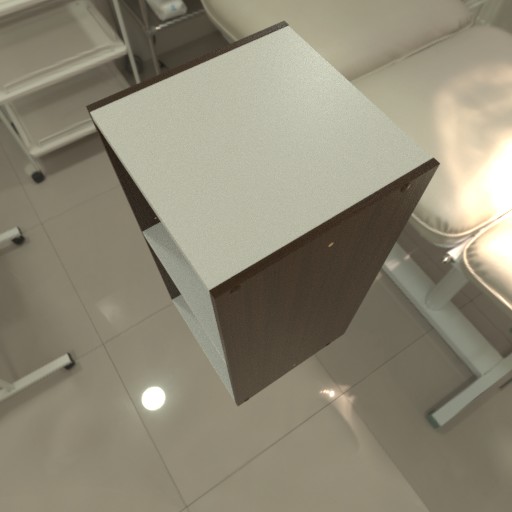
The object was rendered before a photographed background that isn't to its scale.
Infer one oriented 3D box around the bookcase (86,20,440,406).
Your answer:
[{"bbox_3d":[0.000,0.000,0.773,0.290,0.600,0.300,-30,66,-15],"label":"bookcase"}]
